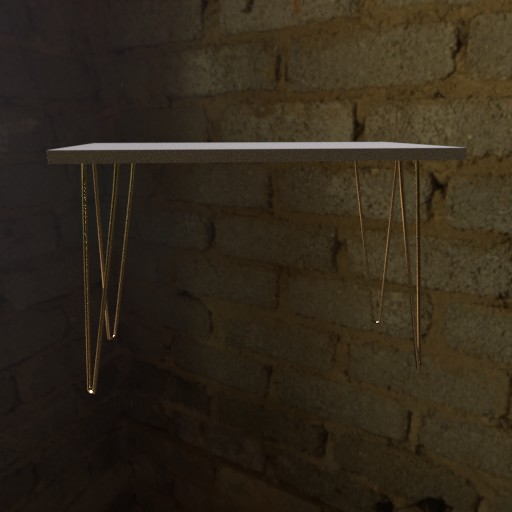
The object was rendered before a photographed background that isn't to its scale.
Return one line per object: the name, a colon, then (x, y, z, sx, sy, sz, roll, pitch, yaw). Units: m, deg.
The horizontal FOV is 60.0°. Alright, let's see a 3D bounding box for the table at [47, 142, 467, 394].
table: (0.000, 0.000, 1.360, 0.991, 0.660, 0.498, -2, 16, -8)
